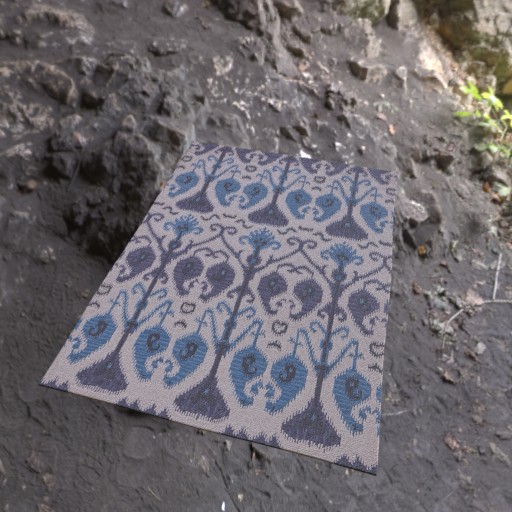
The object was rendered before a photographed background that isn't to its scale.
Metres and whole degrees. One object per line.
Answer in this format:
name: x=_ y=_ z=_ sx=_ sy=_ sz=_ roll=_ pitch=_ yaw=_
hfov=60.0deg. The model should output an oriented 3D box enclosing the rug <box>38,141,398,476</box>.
rug: x=0.000 y=0.000 z=2.812 sx=1.676 sy=0.013 sz=2.261 roll=11 pitch=48 yaw=10
